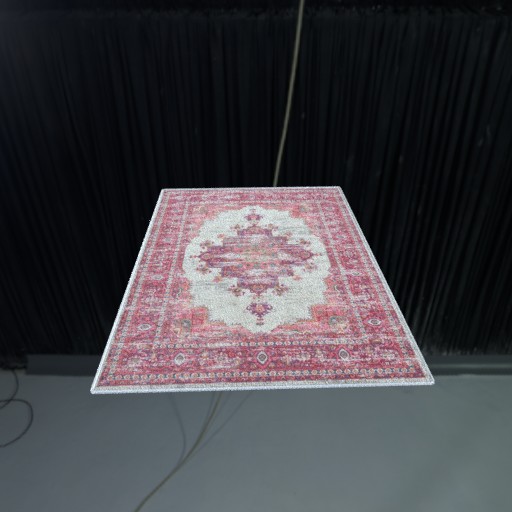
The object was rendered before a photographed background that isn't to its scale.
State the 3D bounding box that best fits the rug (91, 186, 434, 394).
[{"bbox_3d":[0.000,0.000,2.297,1.217,0.011,1.747,-1,32,-2],"label":"rug"}]
